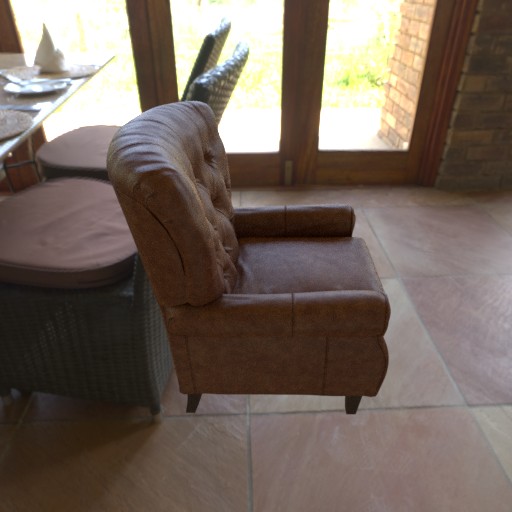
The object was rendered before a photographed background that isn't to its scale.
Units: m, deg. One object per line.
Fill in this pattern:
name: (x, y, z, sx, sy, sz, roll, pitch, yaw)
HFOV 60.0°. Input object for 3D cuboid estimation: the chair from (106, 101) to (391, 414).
chair: (0.000, 0.000, 1.904, 1.059, 1.164, 0.951, 0, 33, 1)
